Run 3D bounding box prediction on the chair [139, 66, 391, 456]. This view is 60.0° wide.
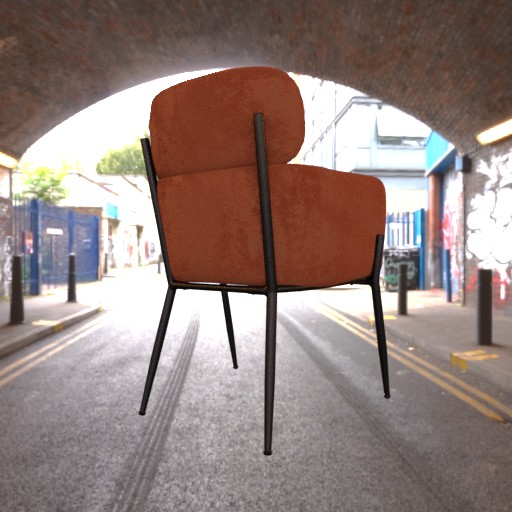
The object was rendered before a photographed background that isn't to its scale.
[{"bbox_3d":[0.000,0.000,1.145,0.561,0.772,0.523,0,1,35],"label":"chair"}]
